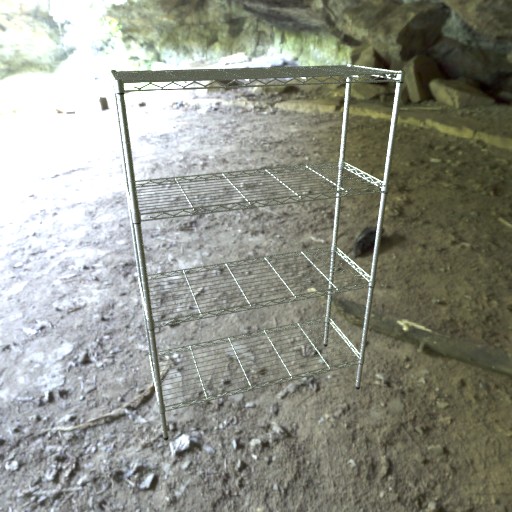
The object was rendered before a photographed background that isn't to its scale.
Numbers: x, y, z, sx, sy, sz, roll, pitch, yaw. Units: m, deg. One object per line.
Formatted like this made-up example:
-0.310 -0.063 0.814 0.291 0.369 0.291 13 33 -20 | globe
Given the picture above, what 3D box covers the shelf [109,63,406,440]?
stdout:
0.000 0.000 1.752 0.907 1.360 0.352 -9 28 -17 | shelf
